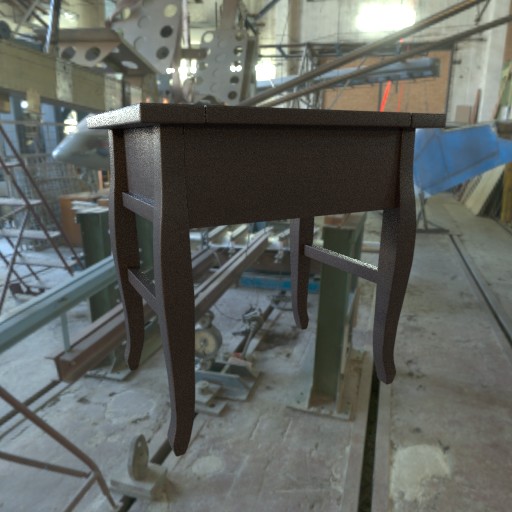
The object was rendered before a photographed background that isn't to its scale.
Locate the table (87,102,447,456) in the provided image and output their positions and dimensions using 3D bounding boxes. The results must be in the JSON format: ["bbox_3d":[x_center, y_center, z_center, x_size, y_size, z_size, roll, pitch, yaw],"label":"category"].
[{"bbox_3d":[0.000,0.000,1.000,0.602,0.605,0.460,-8,17,-27],"label":"table"}]
